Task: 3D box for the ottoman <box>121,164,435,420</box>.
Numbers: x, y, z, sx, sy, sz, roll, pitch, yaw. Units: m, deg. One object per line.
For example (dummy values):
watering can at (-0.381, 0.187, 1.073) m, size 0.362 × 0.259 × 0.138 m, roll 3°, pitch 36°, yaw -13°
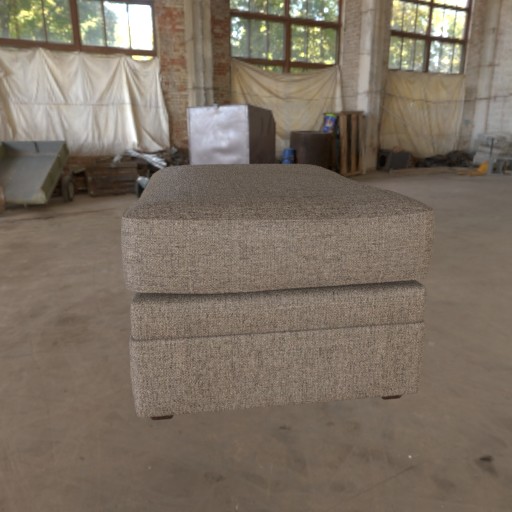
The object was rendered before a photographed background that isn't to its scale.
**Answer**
ottoman at (0.000, 0.000, 1.277) m, size 0.637 × 0.478 × 0.885 m, roll -2°, pitch 16°, yaw -8°
